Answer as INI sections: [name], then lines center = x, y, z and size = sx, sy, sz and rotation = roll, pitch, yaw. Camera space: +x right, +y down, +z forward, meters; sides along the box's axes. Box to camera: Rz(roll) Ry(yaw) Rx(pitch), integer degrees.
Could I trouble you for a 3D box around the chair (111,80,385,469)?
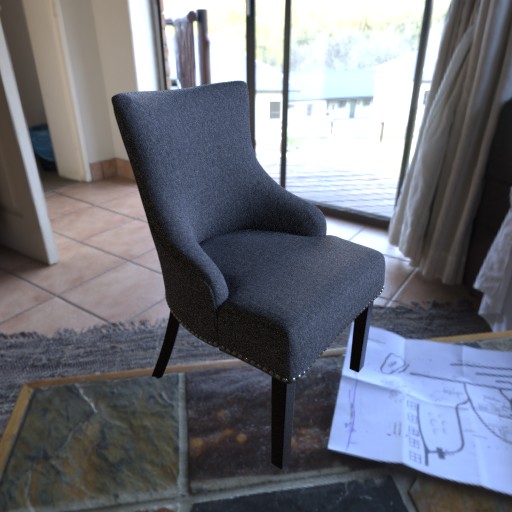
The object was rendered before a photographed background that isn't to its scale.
[chair]
center = 0.000, 0.000, 1.299
size = 0.629, 0.909, 0.566
rotation = 18, 31, 32
